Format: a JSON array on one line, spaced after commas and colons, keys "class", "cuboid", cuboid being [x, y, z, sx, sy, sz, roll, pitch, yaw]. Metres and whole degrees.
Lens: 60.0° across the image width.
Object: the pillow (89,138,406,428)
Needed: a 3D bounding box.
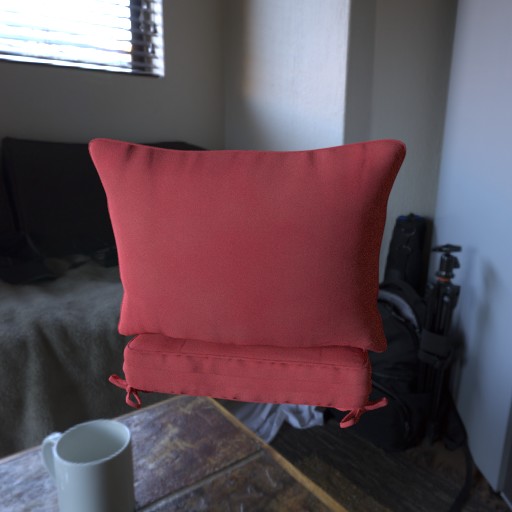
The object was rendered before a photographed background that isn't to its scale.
[{"class": "pillow", "cuboid": [0.000, 0.000, 1.409, 0.798, 0.725, 0.733, 2, 15, 8]}]
